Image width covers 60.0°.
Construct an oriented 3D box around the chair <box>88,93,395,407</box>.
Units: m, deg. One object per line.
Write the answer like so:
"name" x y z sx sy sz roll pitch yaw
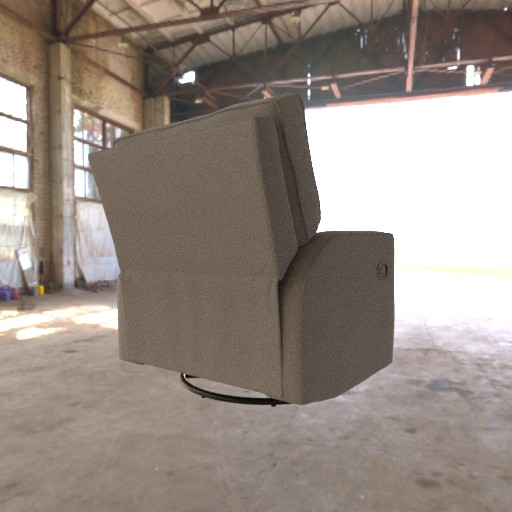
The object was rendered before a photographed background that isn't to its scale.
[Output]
"chair" 0.000 0.000 1.706 0.861 0.964 0.969 1 2 37
